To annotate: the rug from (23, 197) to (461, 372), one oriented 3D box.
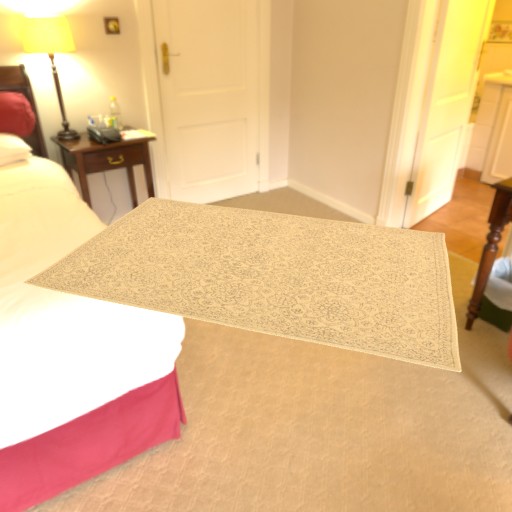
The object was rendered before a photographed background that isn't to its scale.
[{"bbox_3d":[0.000,0.000,2.945,2.434,0.023,1.518,9,30,16],"label":"rug"}]
